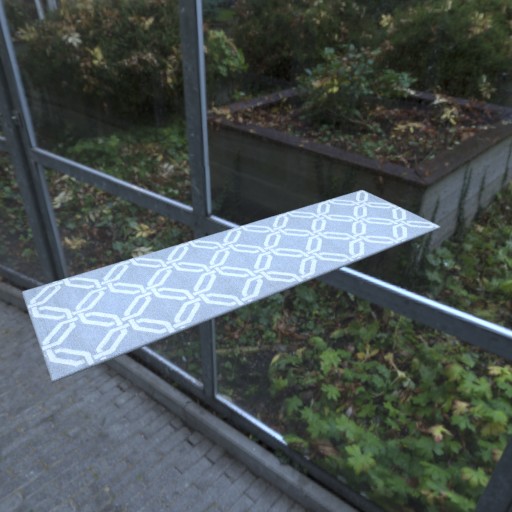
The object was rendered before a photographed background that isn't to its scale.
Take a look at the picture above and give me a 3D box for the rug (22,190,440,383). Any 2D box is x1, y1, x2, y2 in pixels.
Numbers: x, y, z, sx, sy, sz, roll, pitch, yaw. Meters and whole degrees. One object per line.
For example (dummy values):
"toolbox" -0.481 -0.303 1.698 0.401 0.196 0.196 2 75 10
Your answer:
"rug" 0.000 0.000 2.441 2.276 0.014 0.678 -19 36 -28
